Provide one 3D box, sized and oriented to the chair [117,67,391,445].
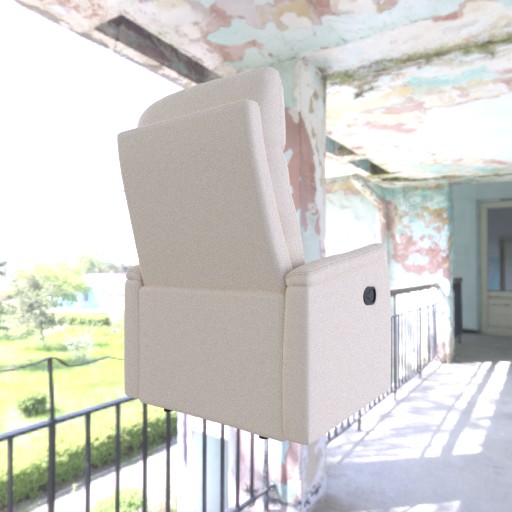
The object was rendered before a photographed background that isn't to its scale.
[{"bbox_3d":[0.000,0.000,1.628,0.775,1.082,0.831,0,-1,36],"label":"chair"}]
